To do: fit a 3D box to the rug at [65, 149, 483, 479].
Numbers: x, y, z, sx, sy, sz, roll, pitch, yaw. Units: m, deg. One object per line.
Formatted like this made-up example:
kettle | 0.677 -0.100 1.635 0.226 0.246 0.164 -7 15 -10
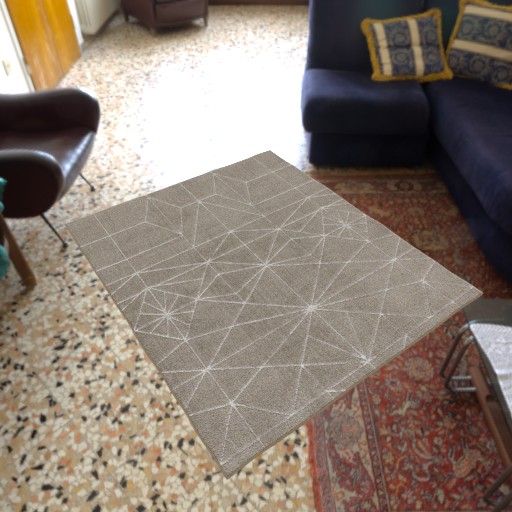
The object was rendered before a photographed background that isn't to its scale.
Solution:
rug | 0.000 0.000 0.868 0.548 0.006 0.639 -26 48 -25
